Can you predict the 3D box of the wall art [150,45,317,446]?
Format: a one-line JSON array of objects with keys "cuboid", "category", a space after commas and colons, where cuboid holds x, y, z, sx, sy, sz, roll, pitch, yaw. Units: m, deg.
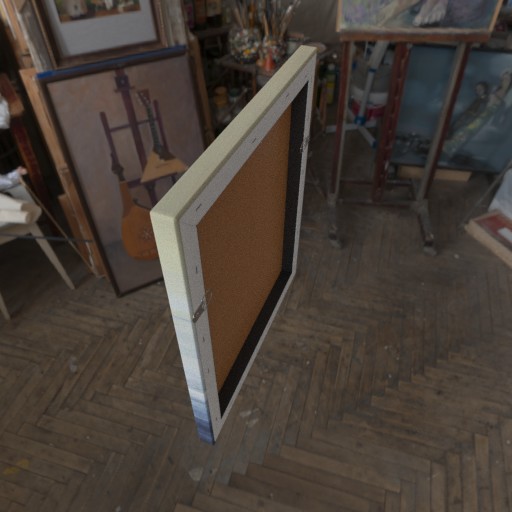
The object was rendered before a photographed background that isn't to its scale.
[{"cuboid": [0.000, 0.000, 1.002, 0.041, 0.710, 0.608, 16, 48, 16], "category": "wall art"}]
